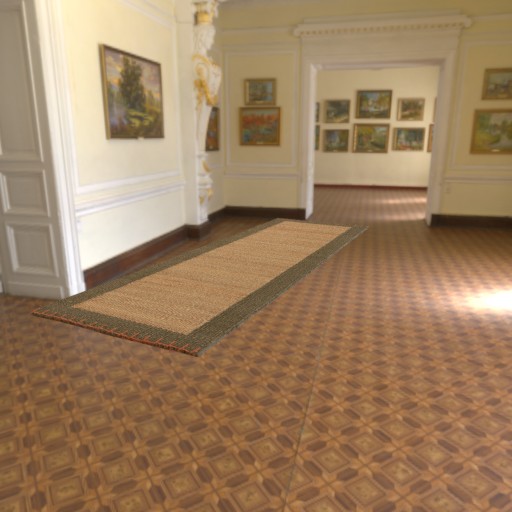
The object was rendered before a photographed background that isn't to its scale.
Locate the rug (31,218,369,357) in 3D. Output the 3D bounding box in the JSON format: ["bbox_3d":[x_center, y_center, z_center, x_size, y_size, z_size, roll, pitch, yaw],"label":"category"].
[{"bbox_3d":[0.000,0.000,2.629,0.810,0.016,2.413,7,17,26],"label":"rug"}]
